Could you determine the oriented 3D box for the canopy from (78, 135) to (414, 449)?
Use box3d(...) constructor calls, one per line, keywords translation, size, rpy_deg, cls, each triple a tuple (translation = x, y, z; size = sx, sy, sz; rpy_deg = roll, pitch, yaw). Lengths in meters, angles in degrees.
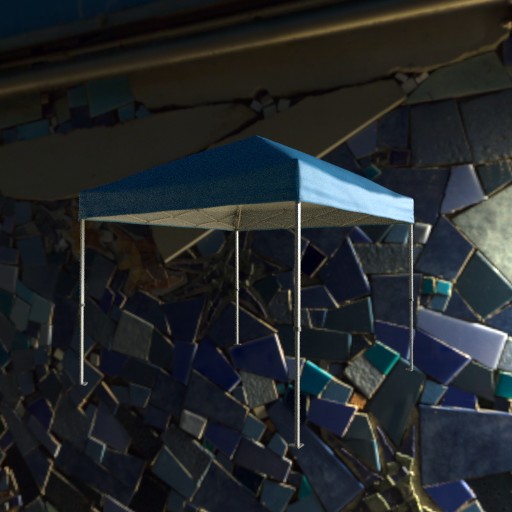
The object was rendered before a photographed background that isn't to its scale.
box3d(translation=(0.000, 0.000, 5.506), size=(2.998, 2.997, 2.996), rpy_deg=(0, 0, 36), cls="canopy")
